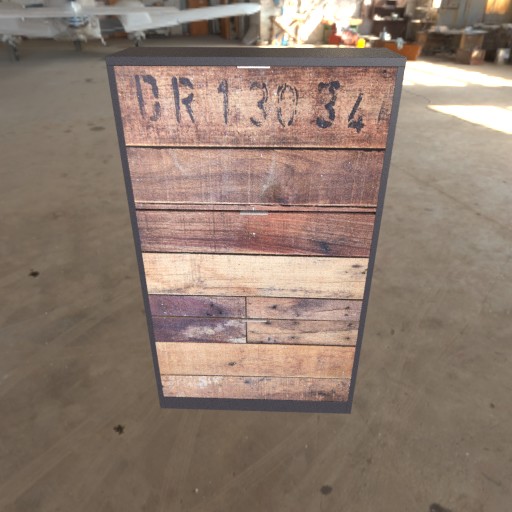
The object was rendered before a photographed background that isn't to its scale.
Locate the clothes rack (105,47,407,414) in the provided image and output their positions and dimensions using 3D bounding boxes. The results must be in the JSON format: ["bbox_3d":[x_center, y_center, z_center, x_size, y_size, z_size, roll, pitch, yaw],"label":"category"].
[{"bbox_3d":[0.000,0.000,1.522,0.750,1.280,0.250,1,30,2],"label":"clothes rack"}]
